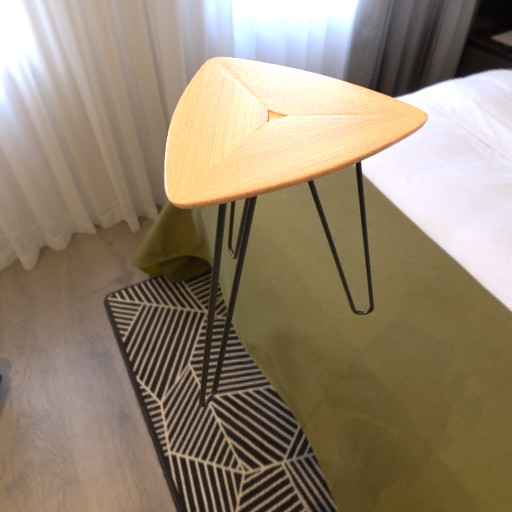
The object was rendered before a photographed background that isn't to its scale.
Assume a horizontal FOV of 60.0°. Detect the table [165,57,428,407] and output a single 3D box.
[{"bbox_3d":[0.000,0.000,0.888,0.442,0.564,0.455,24,51,21],"label":"table"}]
